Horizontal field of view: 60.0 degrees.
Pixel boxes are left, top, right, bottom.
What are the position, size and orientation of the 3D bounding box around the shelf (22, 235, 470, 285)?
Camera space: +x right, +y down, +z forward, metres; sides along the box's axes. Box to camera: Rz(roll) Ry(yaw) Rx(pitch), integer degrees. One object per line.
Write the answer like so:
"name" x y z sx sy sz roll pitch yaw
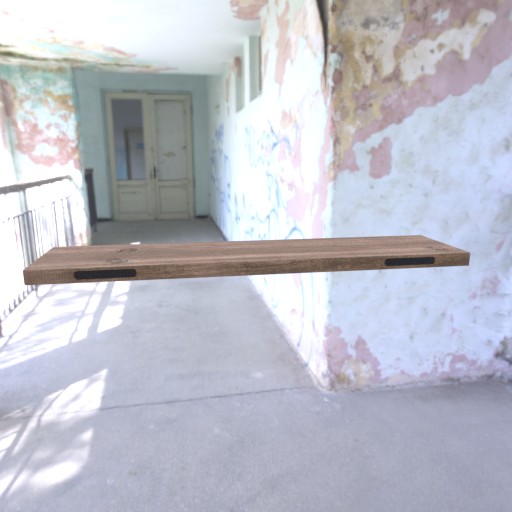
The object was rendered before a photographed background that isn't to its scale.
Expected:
"shelf" 0.000 0.000 0.666 0.610 0.020 0.140 -2 14 -9
